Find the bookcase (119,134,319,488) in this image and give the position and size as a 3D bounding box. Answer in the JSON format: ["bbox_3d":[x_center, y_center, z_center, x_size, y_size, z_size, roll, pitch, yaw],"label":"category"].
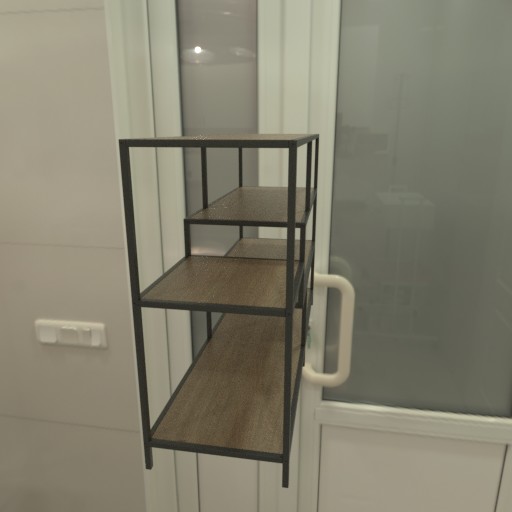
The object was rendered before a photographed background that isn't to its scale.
[{"bbox_3d":[0.000,0.000,1.486,0.350,0.780,1.140,3,16,9],"label":"bookcase"}]
